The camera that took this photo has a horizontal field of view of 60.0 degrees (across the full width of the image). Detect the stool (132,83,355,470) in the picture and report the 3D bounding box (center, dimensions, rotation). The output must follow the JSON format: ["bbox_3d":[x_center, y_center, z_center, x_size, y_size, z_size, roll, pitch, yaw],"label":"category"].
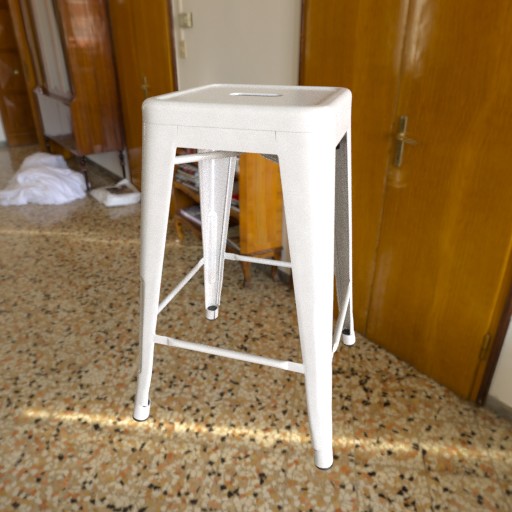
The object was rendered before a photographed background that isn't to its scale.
[{"bbox_3d":[0.000,0.000,0.876,0.406,0.610,0.406,8,27,16],"label":"stool"}]
